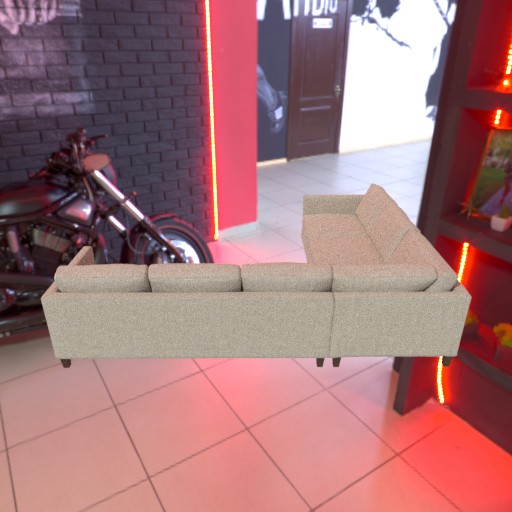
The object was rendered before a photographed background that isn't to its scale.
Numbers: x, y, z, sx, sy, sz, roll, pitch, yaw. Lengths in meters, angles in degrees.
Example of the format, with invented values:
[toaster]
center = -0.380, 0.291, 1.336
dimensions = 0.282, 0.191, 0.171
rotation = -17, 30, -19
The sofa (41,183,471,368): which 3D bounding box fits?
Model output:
[sofa]
center = 0.000, 0.000, 4.432
dimensions = 3.182, 0.863, 2.432
rotation = 0, 26, 0
